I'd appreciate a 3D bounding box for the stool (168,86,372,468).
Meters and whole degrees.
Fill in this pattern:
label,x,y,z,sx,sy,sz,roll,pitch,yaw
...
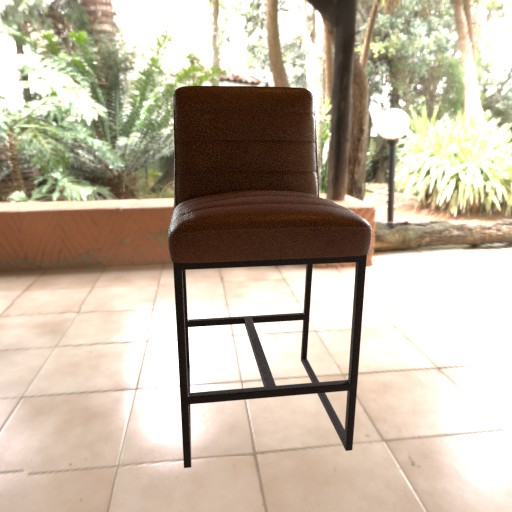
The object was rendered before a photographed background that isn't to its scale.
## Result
label,x,y,z,sx,sy,sz,roll,pitch,yaw
stool,0.000,0.000,1.249,0.458,0.940,0.556,-2,16,-8
